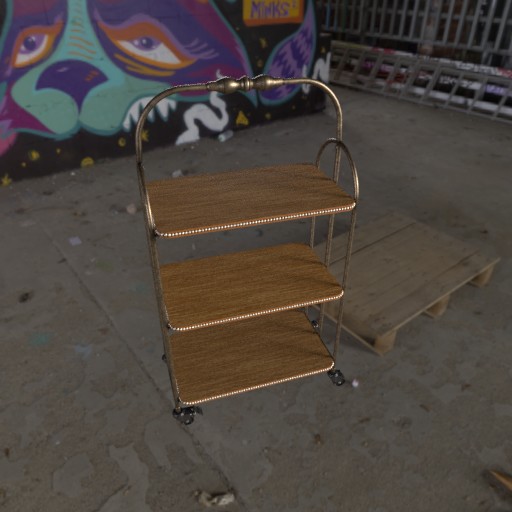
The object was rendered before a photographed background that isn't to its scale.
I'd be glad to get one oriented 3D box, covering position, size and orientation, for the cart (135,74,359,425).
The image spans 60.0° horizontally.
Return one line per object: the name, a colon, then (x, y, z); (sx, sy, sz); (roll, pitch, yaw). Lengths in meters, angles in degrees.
cart: (0.000, 0.000, 1.369); (0.650, 1.052, 0.330); (-10, 34, -15)
